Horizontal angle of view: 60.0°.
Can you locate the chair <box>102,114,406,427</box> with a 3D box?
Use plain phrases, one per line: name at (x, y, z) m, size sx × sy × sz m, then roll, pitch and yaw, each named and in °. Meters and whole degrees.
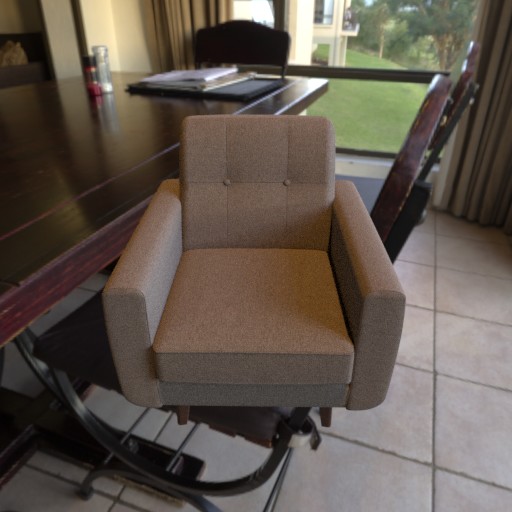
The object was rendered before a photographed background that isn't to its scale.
chair at (0.000, 0.000, 1.602) m, size 0.831 × 0.839 × 0.907 m, roll 0°, pitch 30°, yaw 1°
